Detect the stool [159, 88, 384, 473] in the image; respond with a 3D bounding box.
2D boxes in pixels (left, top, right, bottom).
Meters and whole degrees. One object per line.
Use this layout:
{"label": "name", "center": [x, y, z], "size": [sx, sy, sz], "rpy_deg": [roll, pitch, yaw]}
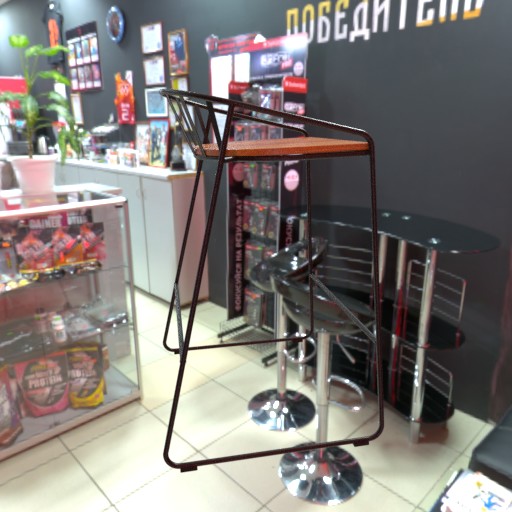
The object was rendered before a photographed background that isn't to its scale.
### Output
{"label": "stool", "center": [0.000, 0.000, 1.160], "size": [0.521, 0.812, 0.546], "rpy_deg": [-3, 17, -11]}
